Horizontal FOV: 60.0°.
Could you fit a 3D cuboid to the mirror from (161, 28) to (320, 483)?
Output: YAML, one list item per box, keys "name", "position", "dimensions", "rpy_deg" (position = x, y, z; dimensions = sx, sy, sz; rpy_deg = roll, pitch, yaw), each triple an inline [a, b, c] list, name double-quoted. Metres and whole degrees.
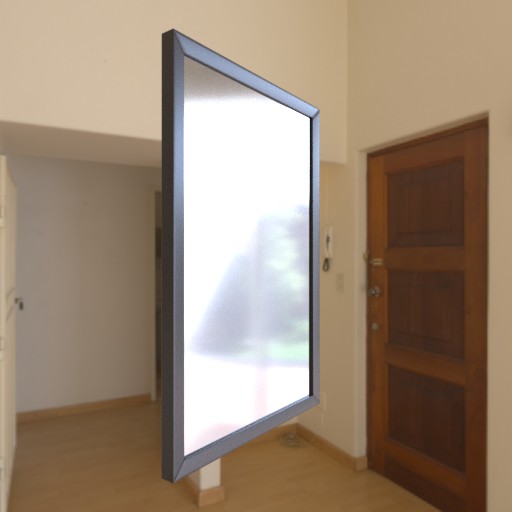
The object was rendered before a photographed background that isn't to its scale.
- name: "mirror"
  position: [0.000, 0.000, 1.146]
  dimensions: [0.040, 0.915, 0.609]
  rpy_deg: [0, 0, 37]
